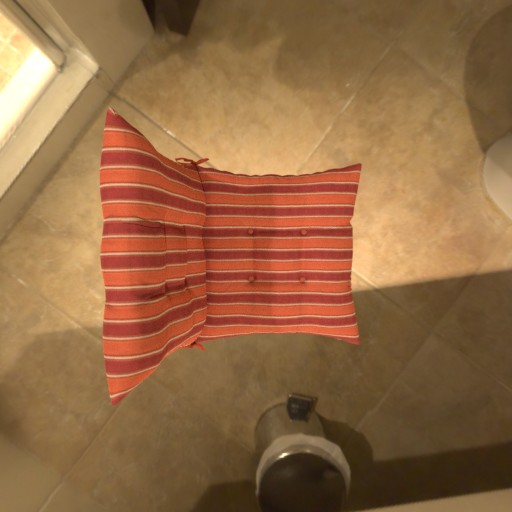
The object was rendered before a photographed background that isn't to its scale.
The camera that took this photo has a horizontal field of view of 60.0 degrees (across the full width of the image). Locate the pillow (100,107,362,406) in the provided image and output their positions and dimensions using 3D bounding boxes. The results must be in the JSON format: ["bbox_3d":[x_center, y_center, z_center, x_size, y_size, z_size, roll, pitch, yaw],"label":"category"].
[{"bbox_3d":[0.000,0.000,1.009,0.585,0.536,0.541,0,91,0],"label":"pillow"}]
